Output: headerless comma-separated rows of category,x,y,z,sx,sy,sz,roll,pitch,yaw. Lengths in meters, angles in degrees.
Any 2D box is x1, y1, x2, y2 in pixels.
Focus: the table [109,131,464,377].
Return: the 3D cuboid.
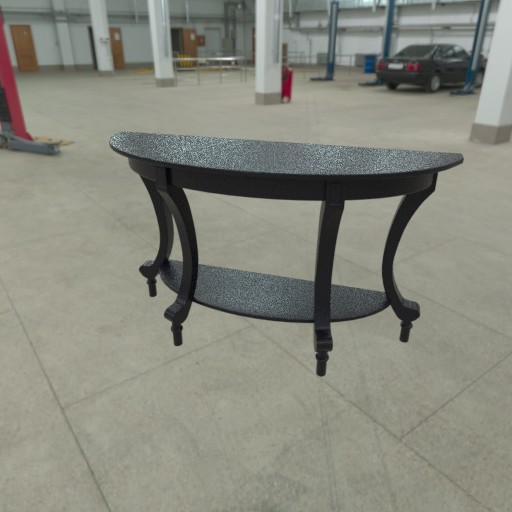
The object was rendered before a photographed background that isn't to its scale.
table,0.000,0.000,1.502,1.198,0.692,0.394,8,27,16
